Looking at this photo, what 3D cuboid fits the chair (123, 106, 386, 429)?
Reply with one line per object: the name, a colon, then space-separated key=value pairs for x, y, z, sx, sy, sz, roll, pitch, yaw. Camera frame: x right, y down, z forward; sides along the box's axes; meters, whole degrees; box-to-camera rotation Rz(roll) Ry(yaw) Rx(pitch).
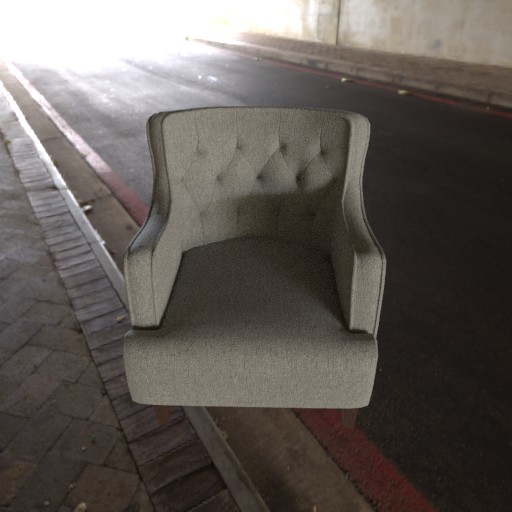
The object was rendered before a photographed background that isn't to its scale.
chair: x=0.000 y=0.000 z=1.616 sx=0.820 sy=0.920 sz=0.910 roll=1 pitch=31 yaw=1
